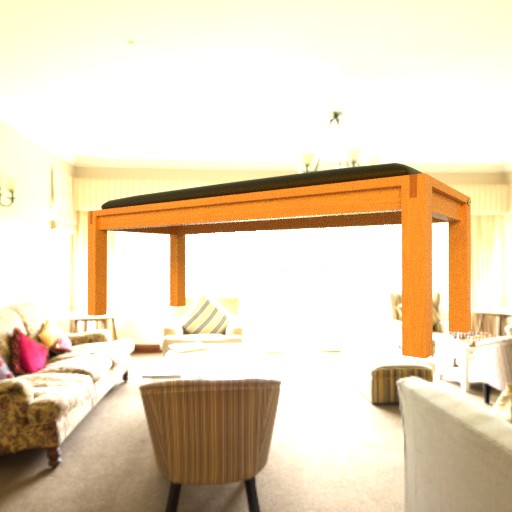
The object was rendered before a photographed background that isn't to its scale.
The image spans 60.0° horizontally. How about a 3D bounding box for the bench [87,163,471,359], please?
[{"bbox_3d":[0.000,0.000,1.444,1.202,0.430,0.450,0,-1,37],"label":"bench"}]
